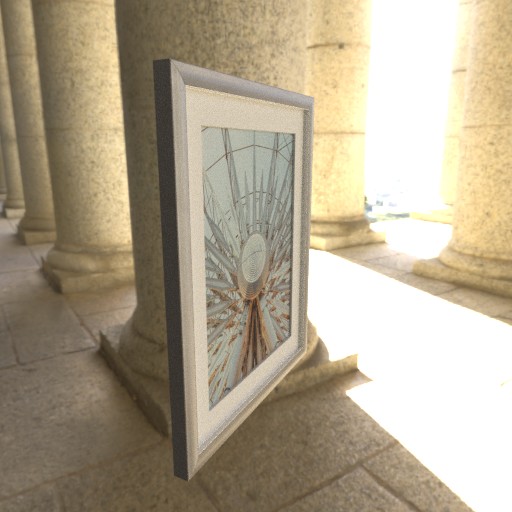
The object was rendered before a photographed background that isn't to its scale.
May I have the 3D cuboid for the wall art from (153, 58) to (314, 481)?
[{"bbox_3d":[0.000,0.000,0.765,0.029,0.558,0.458,7,15,27],"label":"wall art"}]
